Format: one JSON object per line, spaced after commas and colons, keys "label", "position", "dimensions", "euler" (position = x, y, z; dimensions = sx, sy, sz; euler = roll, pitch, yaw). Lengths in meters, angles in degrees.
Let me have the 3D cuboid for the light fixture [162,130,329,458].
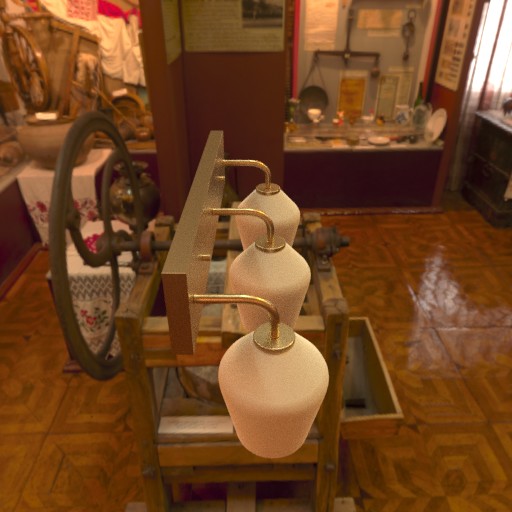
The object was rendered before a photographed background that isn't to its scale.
{"label": "light fixture", "position": [0.000, 0.000, 0.754], "dimensions": [0.190, 0.280, 0.609], "euler": [0, 31, 0]}
